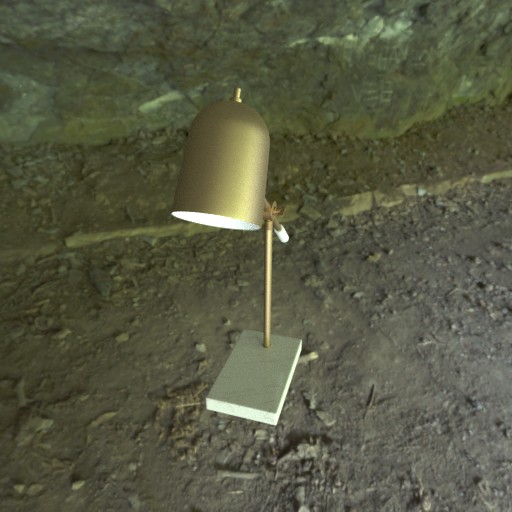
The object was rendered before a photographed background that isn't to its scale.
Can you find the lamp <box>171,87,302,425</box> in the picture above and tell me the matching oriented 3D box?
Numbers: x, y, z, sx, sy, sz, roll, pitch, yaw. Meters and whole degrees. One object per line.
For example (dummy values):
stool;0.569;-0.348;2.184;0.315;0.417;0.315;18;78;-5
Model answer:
lamp;0.000;0.000;0.818;0.144;0.603;0.471;8;28;15
